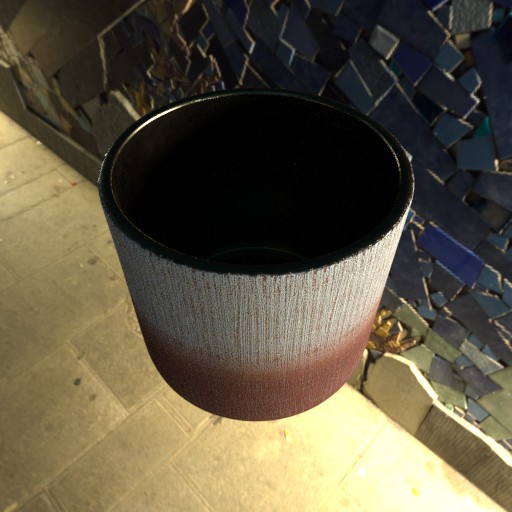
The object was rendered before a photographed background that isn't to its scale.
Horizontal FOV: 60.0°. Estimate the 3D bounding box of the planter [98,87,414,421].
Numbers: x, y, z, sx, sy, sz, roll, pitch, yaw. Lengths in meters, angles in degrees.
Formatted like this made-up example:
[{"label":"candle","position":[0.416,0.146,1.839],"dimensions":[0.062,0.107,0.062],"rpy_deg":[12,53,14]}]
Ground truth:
[{"label":"planter","position":[0.000,0.000,0.383],"dimensions":[0.221,0.201,0.221],"rpy_deg":[0,47,0]}]
